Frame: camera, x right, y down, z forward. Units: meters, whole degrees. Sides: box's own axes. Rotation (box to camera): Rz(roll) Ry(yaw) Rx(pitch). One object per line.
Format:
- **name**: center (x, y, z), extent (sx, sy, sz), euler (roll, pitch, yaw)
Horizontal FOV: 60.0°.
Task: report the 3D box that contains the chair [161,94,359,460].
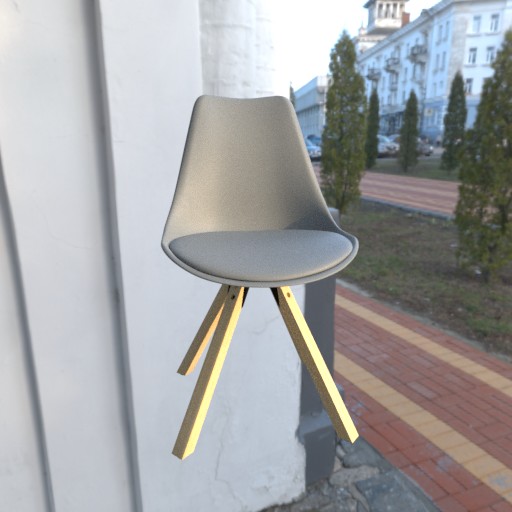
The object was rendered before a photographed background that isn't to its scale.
- **chair**: center (0.000, 0.000, 1.181), extent (0.485, 0.850, 0.549), euler (-2, 15, -8)
